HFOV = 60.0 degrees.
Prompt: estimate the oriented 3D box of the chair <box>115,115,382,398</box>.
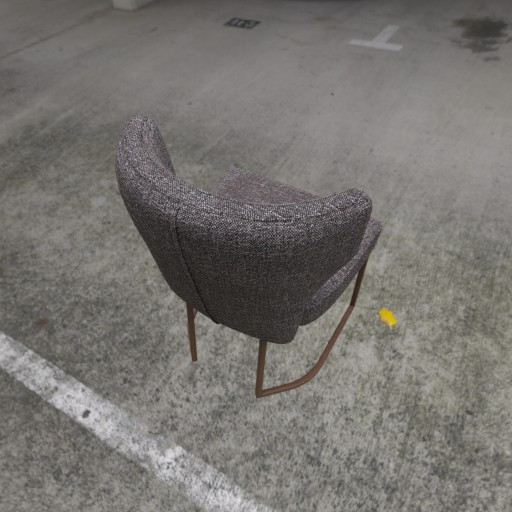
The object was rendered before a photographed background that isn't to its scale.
[{"bbox_3d":[0.000,0.000,1.281,0.611,0.824,0.617,24,52,20],"label":"chair"}]
